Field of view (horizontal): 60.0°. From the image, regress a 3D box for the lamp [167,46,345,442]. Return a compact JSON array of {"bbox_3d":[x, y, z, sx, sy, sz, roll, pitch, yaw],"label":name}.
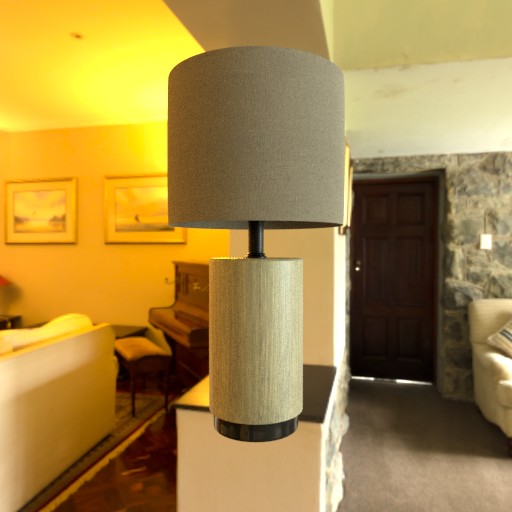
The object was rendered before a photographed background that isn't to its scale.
[{"bbox_3d":[0.000,0.000,0.581,0.228,0.444,0.228,-1,1,-36],"label":"lamp"}]
